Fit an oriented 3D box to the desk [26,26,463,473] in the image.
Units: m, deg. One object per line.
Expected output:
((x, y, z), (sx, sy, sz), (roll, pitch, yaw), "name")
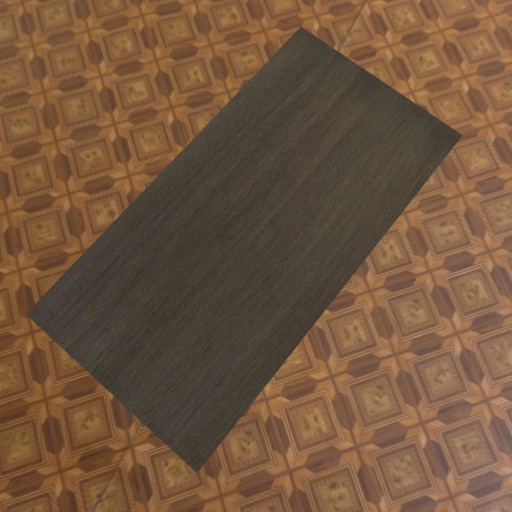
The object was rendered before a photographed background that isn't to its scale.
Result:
((0.000, 0.000, 1.498), (0.560, 0.730, 1.096), (39, 78, 9), "desk")
